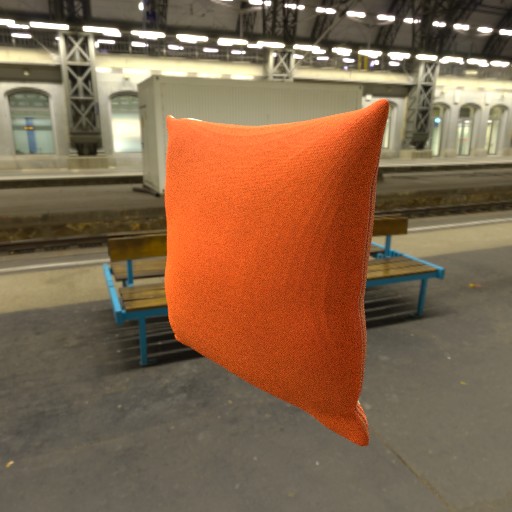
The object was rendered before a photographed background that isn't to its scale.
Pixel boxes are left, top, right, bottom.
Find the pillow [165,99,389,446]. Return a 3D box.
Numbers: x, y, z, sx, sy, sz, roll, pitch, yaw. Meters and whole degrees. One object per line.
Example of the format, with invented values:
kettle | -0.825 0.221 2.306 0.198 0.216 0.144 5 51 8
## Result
pillow | 0.000 0.000 0.687 0.182 0.441 0.440 -15 21 -43
